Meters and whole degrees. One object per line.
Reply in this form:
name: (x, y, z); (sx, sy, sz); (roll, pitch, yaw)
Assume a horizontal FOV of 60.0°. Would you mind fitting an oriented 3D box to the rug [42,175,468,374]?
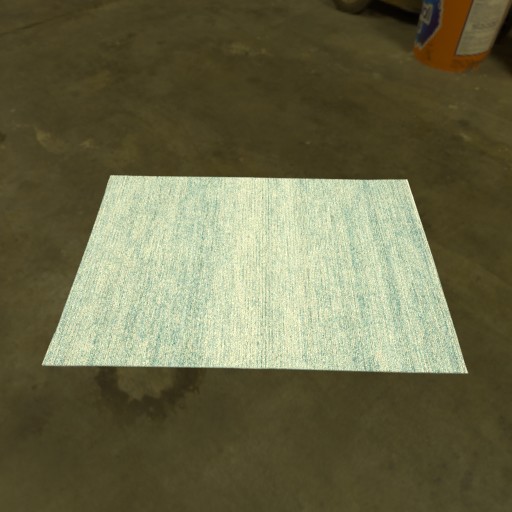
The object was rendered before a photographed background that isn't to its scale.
rug: (0.000, 0.000, 2.901); (2.306, 0.030, 1.613); (1, 49, 1)
